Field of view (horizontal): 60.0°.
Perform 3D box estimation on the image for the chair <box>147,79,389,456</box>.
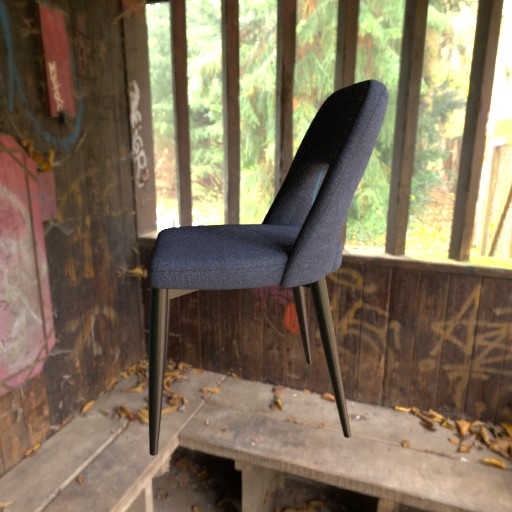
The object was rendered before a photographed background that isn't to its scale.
[{"bbox_3d":[0.000,0.000,1.259,0.612,0.931,0.470,-2,15,-8],"label":"chair"}]
